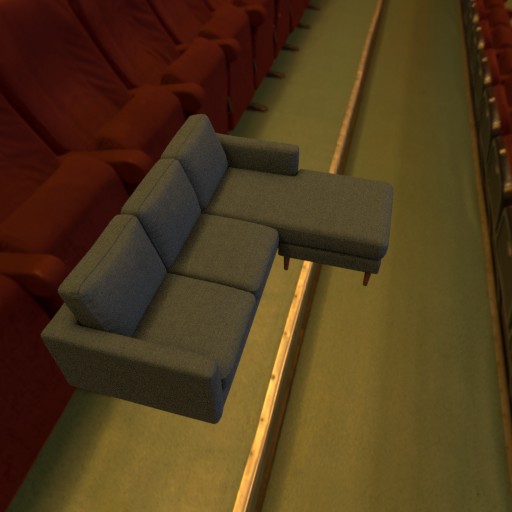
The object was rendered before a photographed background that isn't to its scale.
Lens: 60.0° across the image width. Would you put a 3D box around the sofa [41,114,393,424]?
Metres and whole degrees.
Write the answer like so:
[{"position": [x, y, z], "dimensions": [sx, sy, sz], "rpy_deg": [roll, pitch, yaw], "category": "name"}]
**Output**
[{"position": [0.000, 0.000, 2.887], "dimensions": [1.667, 0.957, 2.055], "rpy_deg": [11, 47, 11], "category": "sofa"}]
